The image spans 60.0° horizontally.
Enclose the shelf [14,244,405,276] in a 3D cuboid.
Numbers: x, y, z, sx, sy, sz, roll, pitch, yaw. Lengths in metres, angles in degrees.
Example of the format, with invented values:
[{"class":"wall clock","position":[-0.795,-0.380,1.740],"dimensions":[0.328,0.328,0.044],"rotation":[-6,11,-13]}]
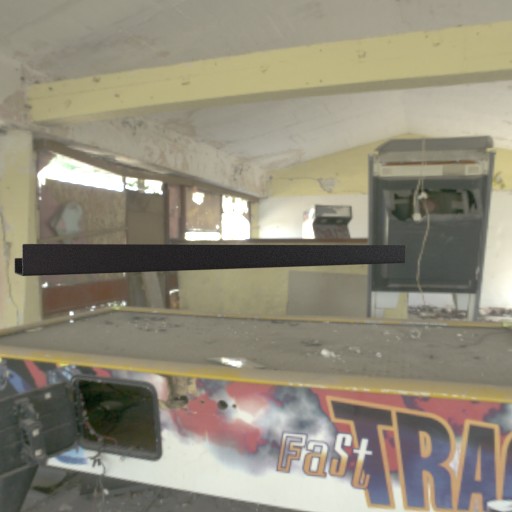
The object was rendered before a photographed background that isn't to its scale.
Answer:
[{"class":"shelf","position":[0.000,0.000,0.970],"dimensions":[0.924,0.049,0.092],"rotation":[-1,1,-35]}]
